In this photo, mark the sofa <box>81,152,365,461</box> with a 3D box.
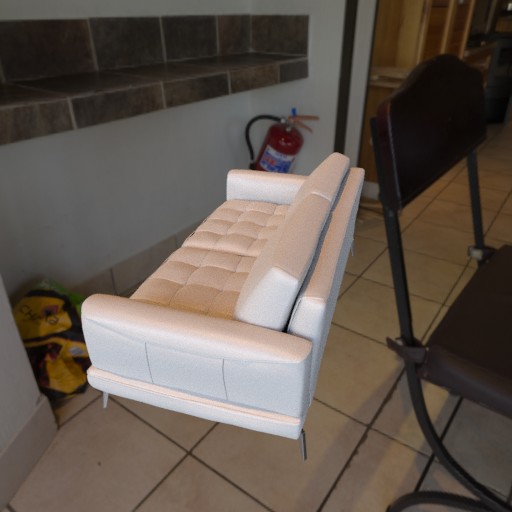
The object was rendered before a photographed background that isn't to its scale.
[{"bbox_3d":[0.000,0.000,2.793,1.121,0.930,2.177,9,30,15],"label":"sofa"}]
